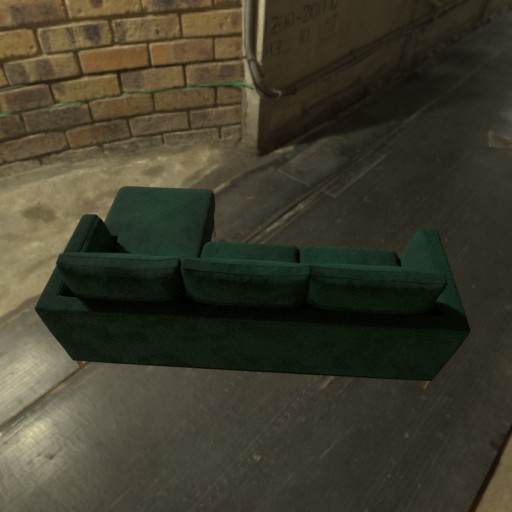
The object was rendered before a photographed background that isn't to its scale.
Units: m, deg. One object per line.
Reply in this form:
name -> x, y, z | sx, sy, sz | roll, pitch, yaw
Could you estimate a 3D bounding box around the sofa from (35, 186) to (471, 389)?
sofa -> 0.000, 0.000, 3.138 | 2.441, 1.007, 1.489 | 3, 45, 3
